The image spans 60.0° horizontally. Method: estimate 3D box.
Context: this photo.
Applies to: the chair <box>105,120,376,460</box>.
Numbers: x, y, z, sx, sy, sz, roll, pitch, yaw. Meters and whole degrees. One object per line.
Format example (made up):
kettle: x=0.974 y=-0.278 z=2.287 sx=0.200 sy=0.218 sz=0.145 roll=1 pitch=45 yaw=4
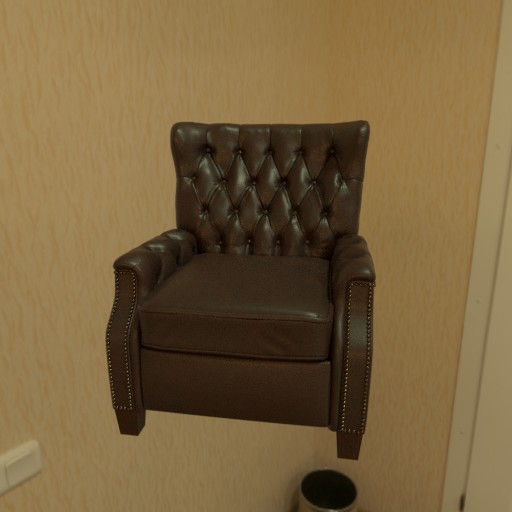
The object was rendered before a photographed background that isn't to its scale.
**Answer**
chair: x=0.000 y=0.000 z=1.436 sx=0.709 sy=0.864 sz=0.823 roll=2 pitch=15 yaw=9
